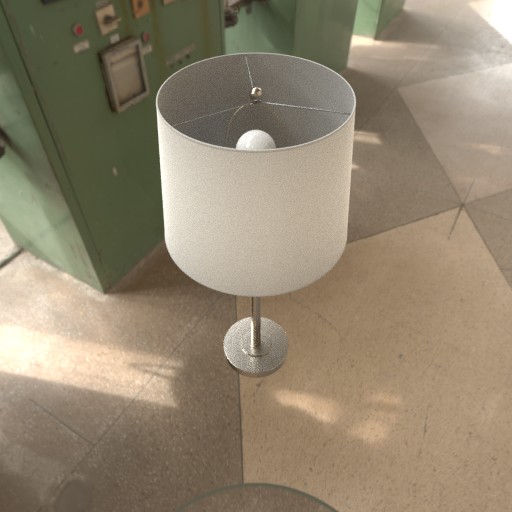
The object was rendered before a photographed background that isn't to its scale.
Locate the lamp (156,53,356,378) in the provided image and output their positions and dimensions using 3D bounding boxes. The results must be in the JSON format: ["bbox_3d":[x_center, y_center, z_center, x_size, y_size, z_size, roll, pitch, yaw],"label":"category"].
[{"bbox_3d":[0.000,0.000,0.878,0.333,0.696,0.333,0,47,0],"label":"lamp"}]
